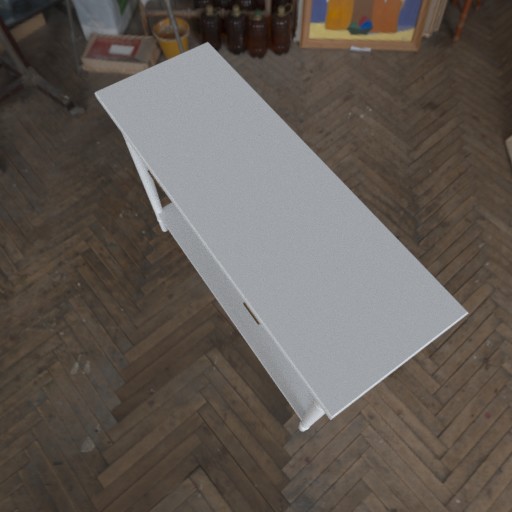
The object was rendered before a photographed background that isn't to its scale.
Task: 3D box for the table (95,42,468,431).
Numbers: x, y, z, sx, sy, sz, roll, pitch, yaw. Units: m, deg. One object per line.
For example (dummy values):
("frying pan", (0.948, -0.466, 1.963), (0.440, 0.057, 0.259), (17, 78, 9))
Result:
("table", (0.000, 0.000, 1.438), (0.381, 0.749, 1.067), (-32, 67, -15))
